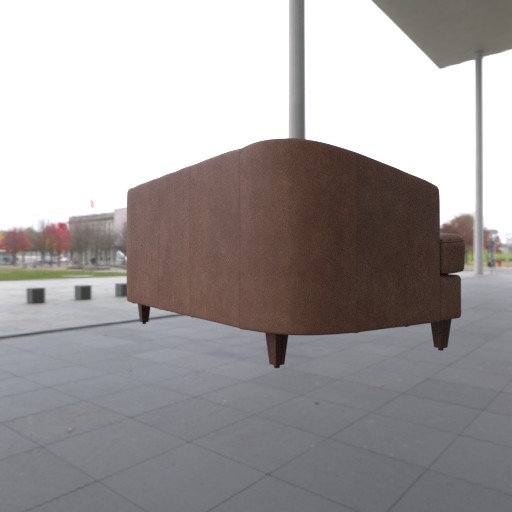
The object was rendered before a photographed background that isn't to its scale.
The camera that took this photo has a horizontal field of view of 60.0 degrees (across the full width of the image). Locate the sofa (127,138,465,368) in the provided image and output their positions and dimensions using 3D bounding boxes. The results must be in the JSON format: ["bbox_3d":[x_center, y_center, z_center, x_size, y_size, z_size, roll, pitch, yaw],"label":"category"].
[{"bbox_3d":[0.000,0.000,2.279,0.914,0.786,1.755,0,0,-35],"label":"sofa"}]
